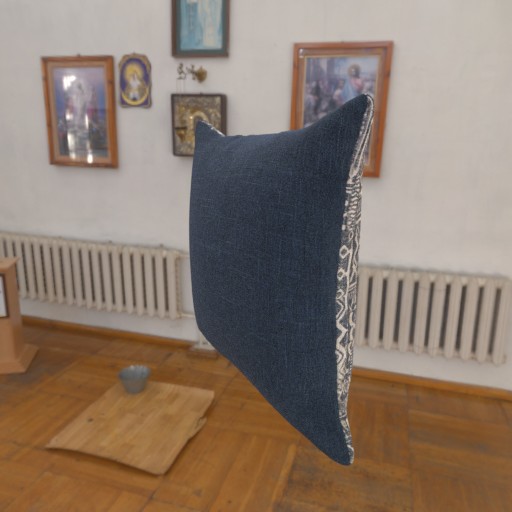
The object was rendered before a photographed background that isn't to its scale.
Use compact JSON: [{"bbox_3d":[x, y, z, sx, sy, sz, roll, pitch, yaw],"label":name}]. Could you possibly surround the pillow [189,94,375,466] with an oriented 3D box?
[{"bbox_3d":[0.000,0.000,0.778,0.180,0.487,0.546,-7,15,-27],"label":"pillow"}]
